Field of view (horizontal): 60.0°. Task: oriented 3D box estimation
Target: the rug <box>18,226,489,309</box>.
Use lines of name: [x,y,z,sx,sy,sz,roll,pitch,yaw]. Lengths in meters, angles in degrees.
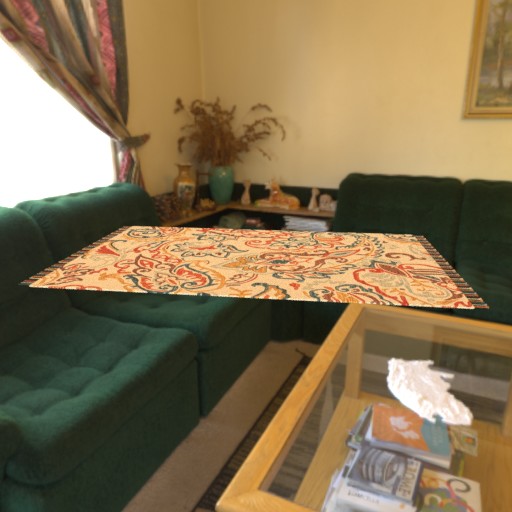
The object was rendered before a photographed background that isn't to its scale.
rug: [0.000,0.000,3.118,2.584,0.010,1.523,2,17,7]
